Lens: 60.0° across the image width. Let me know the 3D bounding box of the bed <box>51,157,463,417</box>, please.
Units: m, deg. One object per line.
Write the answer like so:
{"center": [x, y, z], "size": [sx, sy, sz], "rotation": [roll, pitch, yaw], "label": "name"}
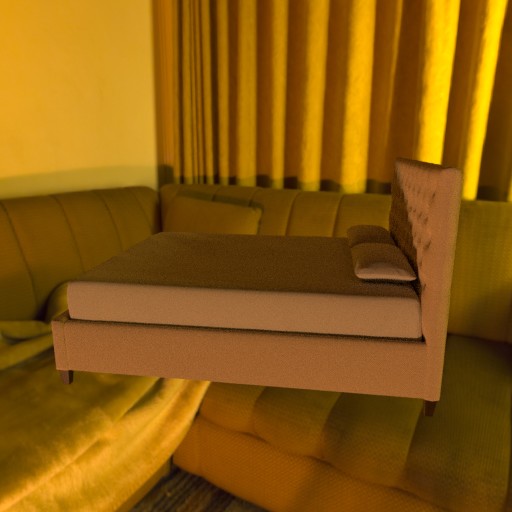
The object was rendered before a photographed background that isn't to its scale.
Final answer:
{"center": [0.000, 0.000, 3.353], "size": [2.387, 1.427, 1.698], "rotation": [2, 15, 9], "label": "bed"}
